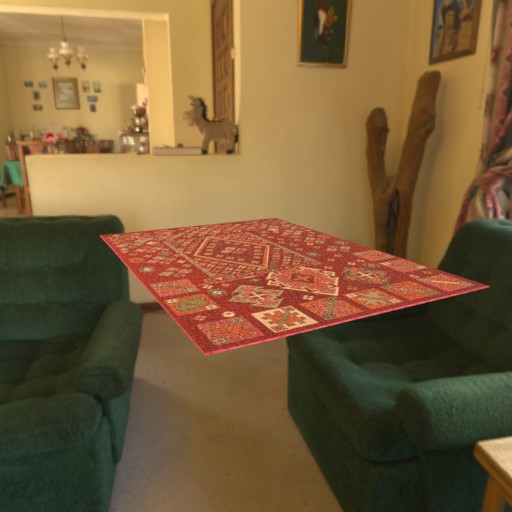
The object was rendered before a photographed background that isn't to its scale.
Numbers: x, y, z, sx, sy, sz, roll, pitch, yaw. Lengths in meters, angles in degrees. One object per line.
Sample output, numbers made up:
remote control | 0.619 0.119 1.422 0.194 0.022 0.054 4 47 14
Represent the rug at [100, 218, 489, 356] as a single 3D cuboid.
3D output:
rug | 0.000 0.000 4.337 2.389 0.011 3.306 -8 17 -27
